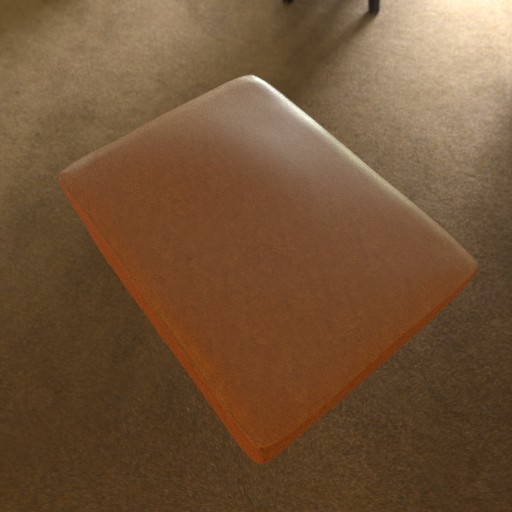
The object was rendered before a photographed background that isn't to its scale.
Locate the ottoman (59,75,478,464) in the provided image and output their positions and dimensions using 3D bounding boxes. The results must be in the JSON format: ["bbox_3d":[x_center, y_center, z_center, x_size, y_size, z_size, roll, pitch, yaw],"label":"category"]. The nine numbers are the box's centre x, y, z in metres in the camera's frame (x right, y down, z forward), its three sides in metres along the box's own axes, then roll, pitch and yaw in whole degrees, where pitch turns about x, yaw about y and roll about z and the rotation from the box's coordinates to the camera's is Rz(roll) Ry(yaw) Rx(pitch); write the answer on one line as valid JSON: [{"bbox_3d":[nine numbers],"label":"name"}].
[{"bbox_3d":[0.000,0.000,1.210,0.650,0.485,0.851,-34,66,-18],"label":"ottoman"}]
